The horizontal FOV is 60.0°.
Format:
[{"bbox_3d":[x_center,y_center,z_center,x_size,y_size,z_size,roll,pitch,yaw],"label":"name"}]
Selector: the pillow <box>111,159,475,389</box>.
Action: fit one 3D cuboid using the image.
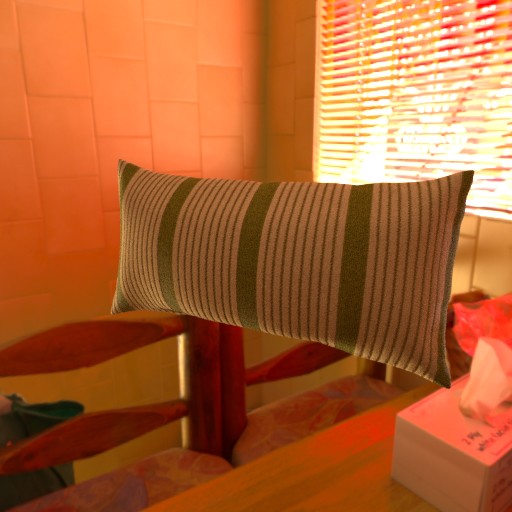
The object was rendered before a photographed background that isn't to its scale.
[{"bbox_3d":[0.000,0.000,0.711,0.608,0.292,0.156,7,16,26],"label":"pillow"}]
